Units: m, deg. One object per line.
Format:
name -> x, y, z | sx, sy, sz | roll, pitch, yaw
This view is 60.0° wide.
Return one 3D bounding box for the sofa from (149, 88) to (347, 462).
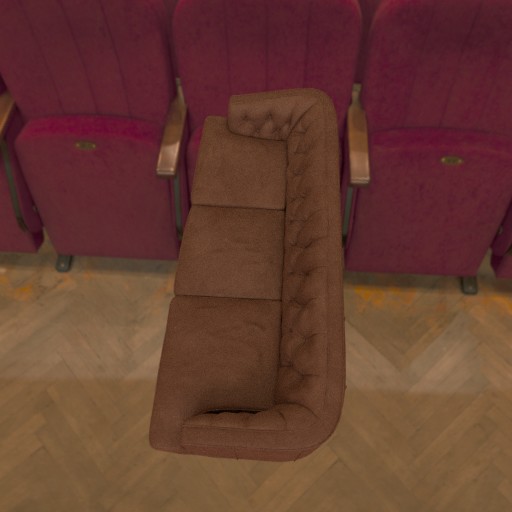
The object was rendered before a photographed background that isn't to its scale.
sofa -> 0.000, 0.000, 2.676 | 0.927, 0.787, 2.227 | 3, 60, 2
